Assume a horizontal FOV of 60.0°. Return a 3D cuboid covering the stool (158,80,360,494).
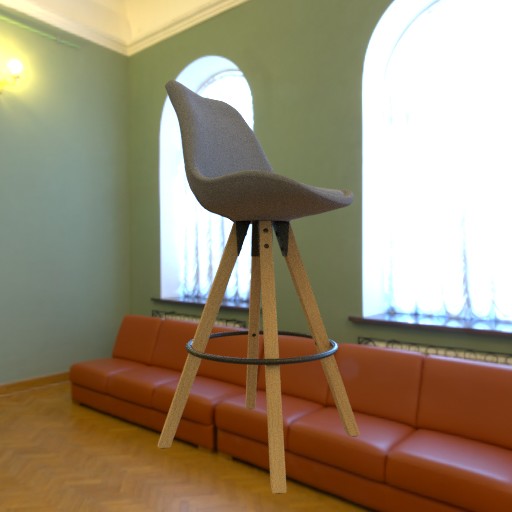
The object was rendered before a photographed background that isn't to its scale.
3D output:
[{"bbox_3d":[0.000,0.000,1.357,0.550,1.115,0.485,0,0,37],"label":"stool"}]
